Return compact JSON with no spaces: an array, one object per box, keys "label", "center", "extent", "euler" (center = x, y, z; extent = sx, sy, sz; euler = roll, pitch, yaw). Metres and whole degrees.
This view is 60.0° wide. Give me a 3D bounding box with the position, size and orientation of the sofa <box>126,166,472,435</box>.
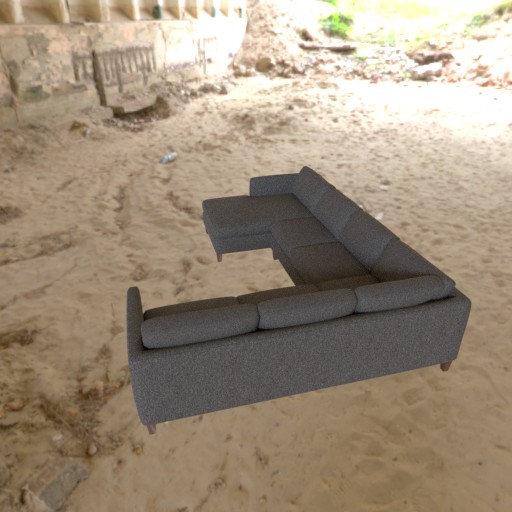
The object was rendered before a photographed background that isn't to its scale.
[{"label":"sofa","center":[0.000,0.000,4.511],"extent":[2.551,0.853,3.238],"euler":[-7,30,-13]}]
